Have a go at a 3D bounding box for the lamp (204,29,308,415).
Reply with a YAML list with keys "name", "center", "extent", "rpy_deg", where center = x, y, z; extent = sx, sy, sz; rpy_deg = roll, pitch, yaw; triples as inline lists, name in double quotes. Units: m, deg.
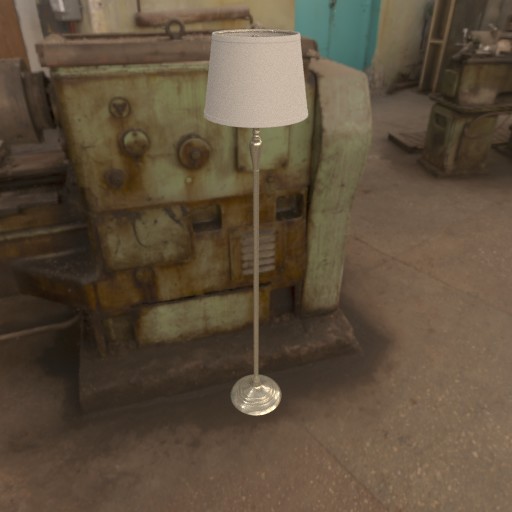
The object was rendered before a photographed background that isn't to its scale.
- name: "lamp"
  center: [0.000, 0.000, 1.669]
  extent: [0.327, 1.506, 0.327]
  rpy_deg: [-20, 37, -30]
